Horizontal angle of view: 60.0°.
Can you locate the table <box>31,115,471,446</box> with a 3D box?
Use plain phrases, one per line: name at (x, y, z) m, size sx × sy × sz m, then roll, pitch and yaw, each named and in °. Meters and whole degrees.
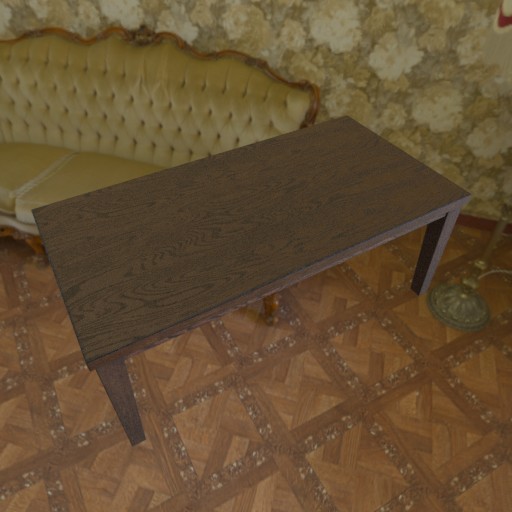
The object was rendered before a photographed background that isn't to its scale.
table at (0.000, 0.000, 2.497) m, size 1.981 × 0.762 × 1.016 m, roll -22°, pitch 48°, yaw -21°
